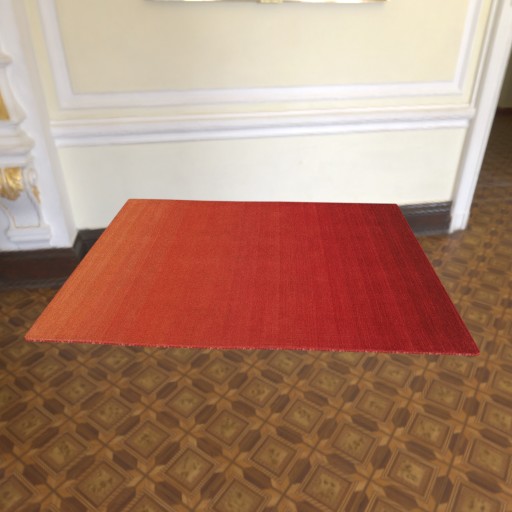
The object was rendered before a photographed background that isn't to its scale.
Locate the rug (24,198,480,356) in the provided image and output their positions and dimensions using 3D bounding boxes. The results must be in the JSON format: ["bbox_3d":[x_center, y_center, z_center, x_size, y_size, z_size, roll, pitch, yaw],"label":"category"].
[{"bbox_3d":[0.000,0.000,3.789,2.905,0.028,2.340,1,30,2],"label":"rug"}]
